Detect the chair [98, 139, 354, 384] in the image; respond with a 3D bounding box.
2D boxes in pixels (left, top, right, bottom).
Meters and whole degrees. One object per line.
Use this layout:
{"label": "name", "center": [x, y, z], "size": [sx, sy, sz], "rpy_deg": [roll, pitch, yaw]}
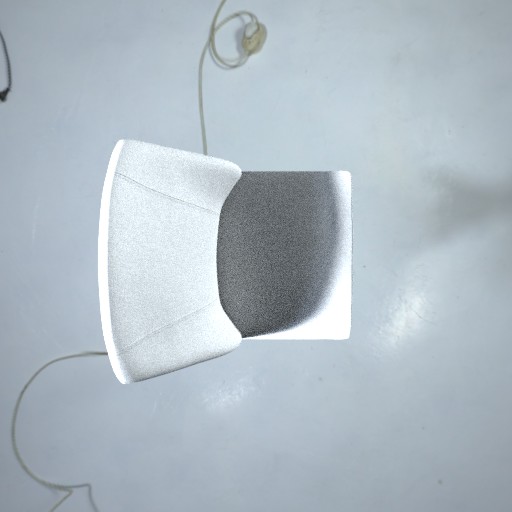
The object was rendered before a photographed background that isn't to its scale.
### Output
{"label": "chair", "center": [0.000, 0.000, 1.198], "size": [0.540, 0.893, 0.472], "rpy_deg": [0, 92, 0]}
